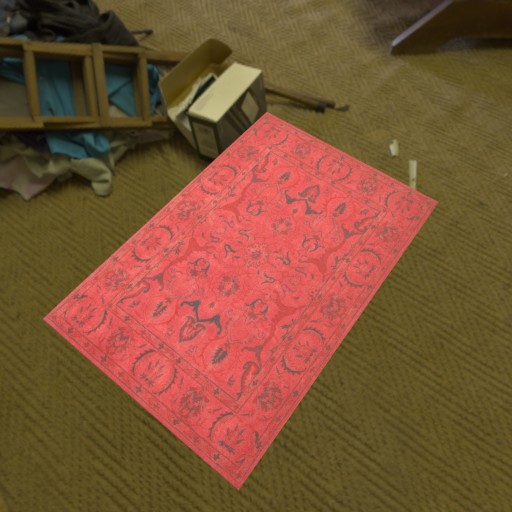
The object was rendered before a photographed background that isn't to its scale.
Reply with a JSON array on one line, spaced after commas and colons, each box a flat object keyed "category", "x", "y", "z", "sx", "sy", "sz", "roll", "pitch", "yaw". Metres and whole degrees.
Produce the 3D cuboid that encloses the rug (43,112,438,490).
[{"category": "rug", "x": 0.000, "y": 0.000, "z": 2.322, "sx": 1.209, "sy": 0.008, "sz": 1.814, "roll": 33, "pitch": 65, "yaw": 18}]
